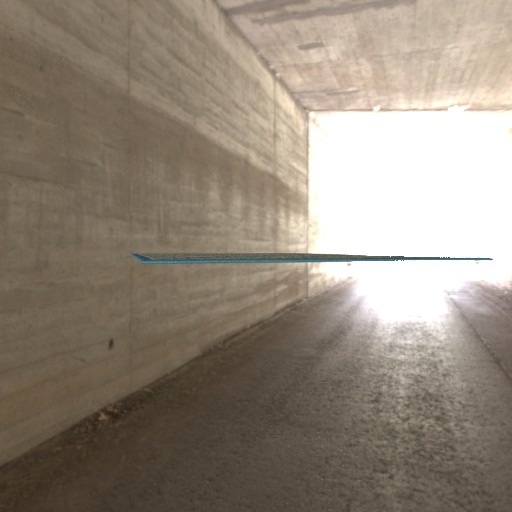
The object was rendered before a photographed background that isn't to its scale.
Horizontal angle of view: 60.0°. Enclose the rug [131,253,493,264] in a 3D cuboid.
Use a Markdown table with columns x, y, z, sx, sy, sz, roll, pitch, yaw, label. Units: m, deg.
| x | y | z | sx | sy | sz | roll | pitch | yaw | label |
| --- | --- | --- | --- | --- | --- | --- | --- | --- | --- |
| 0.000 | 0.000 | 2.273 | 1.211 | 0.012 | 1.833 | 0 | 1 | -17 | rug |
